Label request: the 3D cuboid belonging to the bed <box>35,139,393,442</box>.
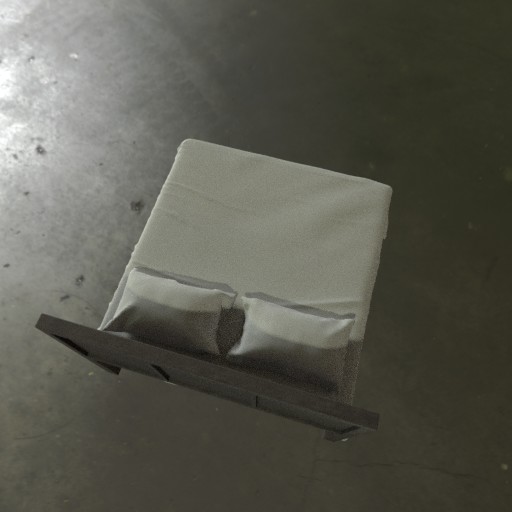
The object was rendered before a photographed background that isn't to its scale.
[{"bbox_3d":[0.000,0.000,2.839,1.772,1.142,1.785,15,66,7],"label":"bed"}]
